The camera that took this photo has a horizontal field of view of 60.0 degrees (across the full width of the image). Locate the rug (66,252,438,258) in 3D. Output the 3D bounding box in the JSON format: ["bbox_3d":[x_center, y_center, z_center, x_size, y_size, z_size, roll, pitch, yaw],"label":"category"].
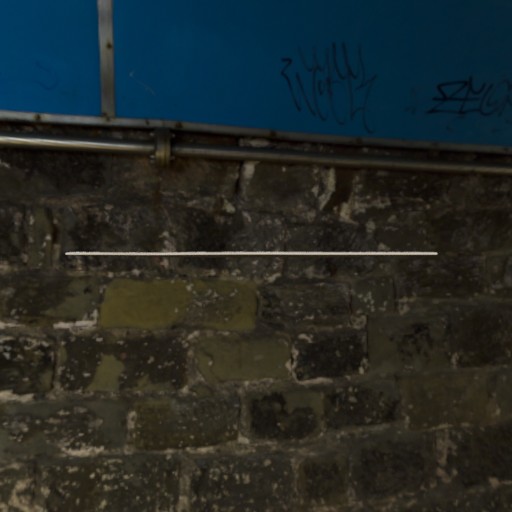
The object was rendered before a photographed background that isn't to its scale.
[{"bbox_3d":[0.000,0.000,3.028,1.531,0.023,2.444,0,0,1],"label":"rug"}]
